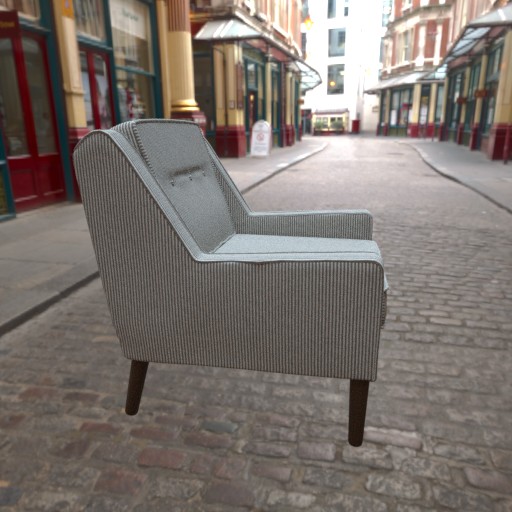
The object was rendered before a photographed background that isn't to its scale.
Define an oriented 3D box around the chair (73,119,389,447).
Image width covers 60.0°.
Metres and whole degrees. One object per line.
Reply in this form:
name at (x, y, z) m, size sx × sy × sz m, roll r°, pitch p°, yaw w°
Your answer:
chair at (0.000, 0.000, 1.339) m, size 0.743 × 0.792 × 0.663 m, roll 3°, pitch 16°, yaw 11°
